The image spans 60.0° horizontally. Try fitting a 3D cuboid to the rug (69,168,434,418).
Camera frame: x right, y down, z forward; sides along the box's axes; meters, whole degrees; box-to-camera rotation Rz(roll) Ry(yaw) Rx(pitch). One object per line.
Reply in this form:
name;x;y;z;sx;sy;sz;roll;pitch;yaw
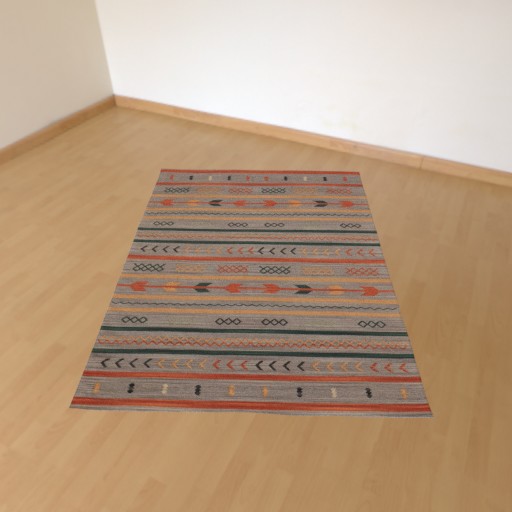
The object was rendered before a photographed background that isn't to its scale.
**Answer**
rug;0.000;0.000;3.892;2.263;0.022;3.029;1;40;1
